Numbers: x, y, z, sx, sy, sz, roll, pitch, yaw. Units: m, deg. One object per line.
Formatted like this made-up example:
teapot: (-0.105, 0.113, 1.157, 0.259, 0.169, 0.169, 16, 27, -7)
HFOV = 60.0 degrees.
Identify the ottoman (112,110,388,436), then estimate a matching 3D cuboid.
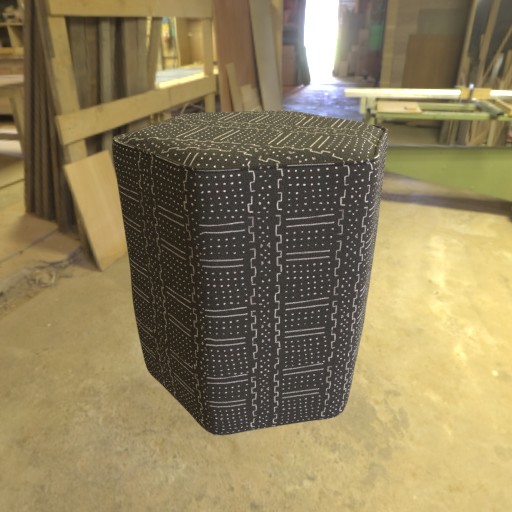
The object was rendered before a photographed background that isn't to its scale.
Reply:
ottoman: (0.000, 0.000, 0.881, 0.443, 0.502, 0.494, 9, 28, 17)
